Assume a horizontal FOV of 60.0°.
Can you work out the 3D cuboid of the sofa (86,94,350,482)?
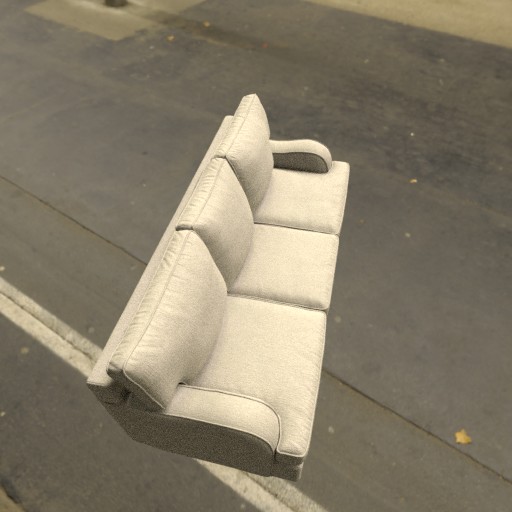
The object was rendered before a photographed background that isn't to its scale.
[{"bbox_3d":[0.000,0.000,2.805,1.016,0.991,2.323,10,48,9],"label":"sofa"}]
